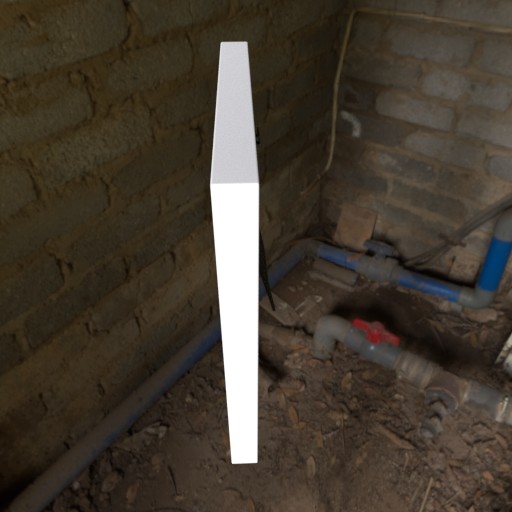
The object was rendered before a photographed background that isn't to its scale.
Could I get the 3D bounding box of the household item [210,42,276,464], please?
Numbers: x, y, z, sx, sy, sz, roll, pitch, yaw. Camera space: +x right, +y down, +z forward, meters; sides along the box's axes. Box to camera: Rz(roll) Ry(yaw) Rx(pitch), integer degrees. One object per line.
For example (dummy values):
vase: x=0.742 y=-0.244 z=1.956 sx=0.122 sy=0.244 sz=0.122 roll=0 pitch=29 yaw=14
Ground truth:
household item: x=0.000 y=0.000 z=0.336 sx=0.045 sy=0.250 sz=0.200 roll=-1 pitch=41 yaw=-2
